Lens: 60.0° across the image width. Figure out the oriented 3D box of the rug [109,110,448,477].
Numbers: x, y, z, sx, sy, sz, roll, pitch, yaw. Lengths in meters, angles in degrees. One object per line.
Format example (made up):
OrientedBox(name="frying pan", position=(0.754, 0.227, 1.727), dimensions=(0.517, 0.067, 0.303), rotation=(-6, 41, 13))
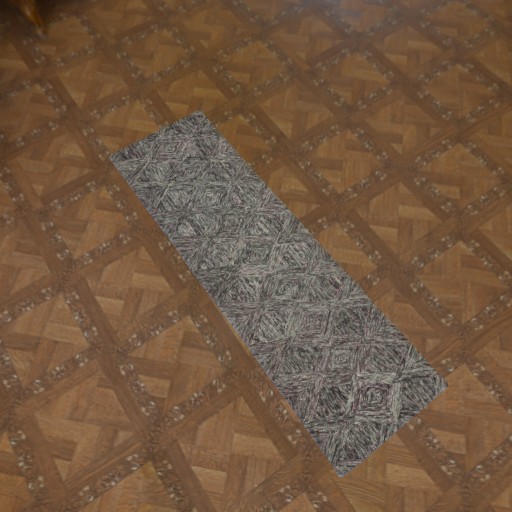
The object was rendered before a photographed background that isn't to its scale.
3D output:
OrientedBox(name="rug", position=(0.000, 0.000, 2.537), dimensions=(0.719, 0.013, 2.305), rotation=(-33, 67, -16))
